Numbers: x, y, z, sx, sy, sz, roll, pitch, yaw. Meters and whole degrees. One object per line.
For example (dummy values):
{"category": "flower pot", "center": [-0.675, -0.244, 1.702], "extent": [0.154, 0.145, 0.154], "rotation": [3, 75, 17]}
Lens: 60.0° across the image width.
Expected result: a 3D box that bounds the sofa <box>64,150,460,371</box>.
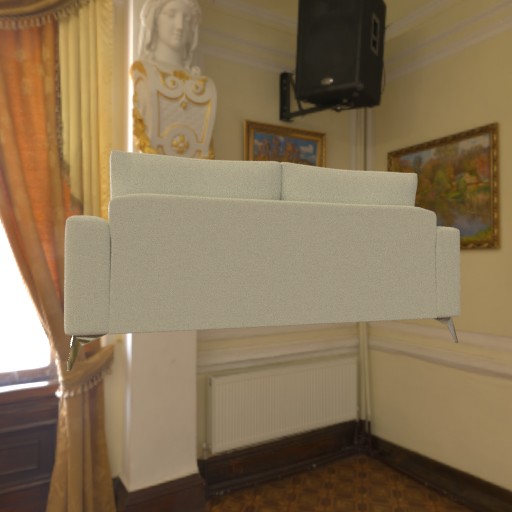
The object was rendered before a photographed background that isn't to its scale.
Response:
{"category": "sofa", "center": [0.000, 0.000, 2.159], "extent": [1.650, 0.790, 0.920], "rotation": [0, -1, -19]}
